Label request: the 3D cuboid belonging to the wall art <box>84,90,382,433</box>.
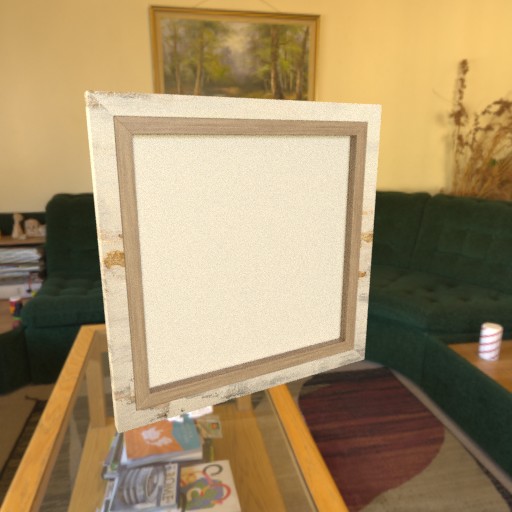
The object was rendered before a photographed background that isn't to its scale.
[{"bbox_3d":[0.000,0.000,1.130,0.753,0.755,0.038,-8,17,-28],"label":"wall art"}]
